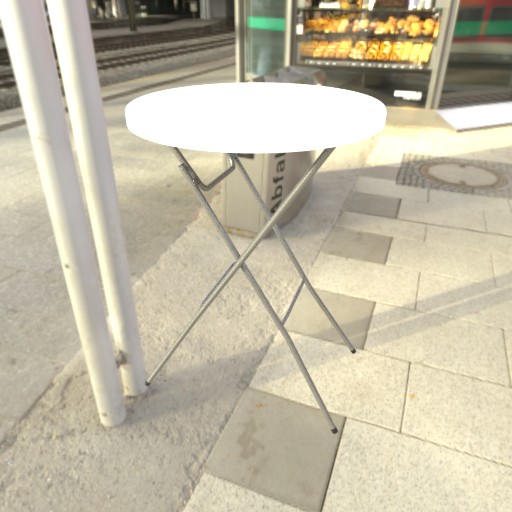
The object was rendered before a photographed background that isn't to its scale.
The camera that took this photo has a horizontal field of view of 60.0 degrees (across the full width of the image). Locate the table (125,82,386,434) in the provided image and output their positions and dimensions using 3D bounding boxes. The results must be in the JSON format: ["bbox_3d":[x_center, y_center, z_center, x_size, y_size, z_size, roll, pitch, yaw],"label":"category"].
[{"bbox_3d":[0.000,0.000,1.655,0.795,1.105,0.792,10,31,17],"label":"table"}]
